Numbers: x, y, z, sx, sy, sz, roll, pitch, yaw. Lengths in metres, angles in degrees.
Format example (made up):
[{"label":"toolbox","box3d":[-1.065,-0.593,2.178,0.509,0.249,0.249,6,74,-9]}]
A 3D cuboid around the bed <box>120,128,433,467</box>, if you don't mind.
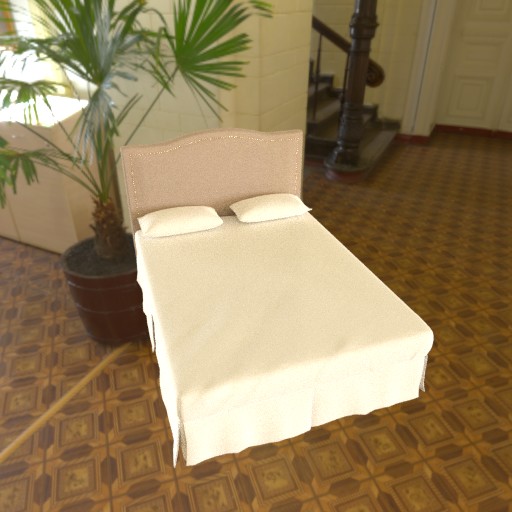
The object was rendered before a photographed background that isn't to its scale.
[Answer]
[{"label":"bed","box3d":[0.000,0.000,3.476,1.821,1.436,2.282,-10,32,-17]}]
